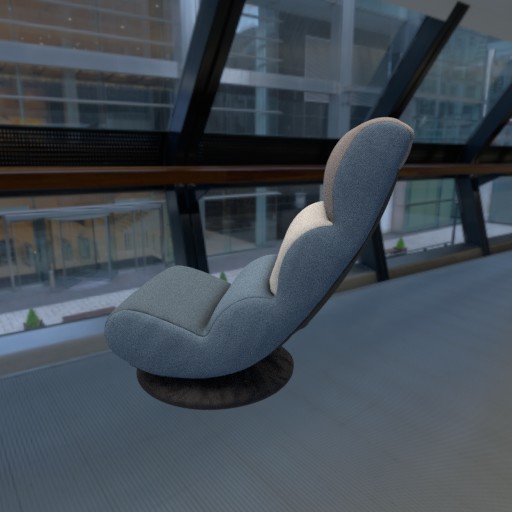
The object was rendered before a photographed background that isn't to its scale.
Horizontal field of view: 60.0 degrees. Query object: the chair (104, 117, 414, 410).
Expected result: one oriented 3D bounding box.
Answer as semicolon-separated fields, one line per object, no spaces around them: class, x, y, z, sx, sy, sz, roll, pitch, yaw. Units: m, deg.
chair;0.000;0.000;1.108;0.661;0.641;0.420;2;14;8
